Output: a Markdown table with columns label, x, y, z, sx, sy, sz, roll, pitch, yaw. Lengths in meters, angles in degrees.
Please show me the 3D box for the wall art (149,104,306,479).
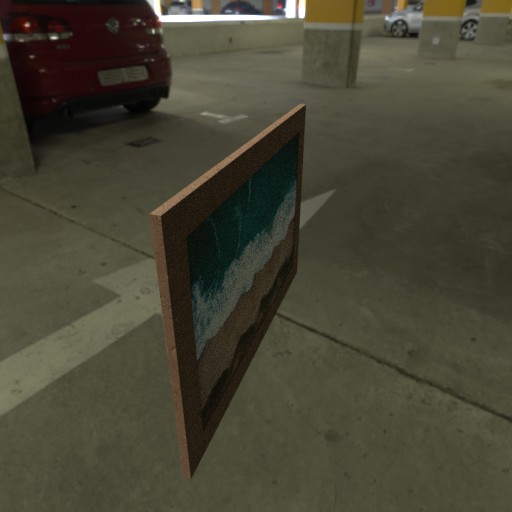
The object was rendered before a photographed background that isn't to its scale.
| label | x | y | z | sx | sy | sz | roll | pitch | yaw |
| --- | --- | --- | --- | --- | --- | --- | --- | --- | --- |
| wall art | 0.000 | 0.000 | 1.191 | 0.019 | 0.626 | 0.917 | 10 | 31 | 17 |
